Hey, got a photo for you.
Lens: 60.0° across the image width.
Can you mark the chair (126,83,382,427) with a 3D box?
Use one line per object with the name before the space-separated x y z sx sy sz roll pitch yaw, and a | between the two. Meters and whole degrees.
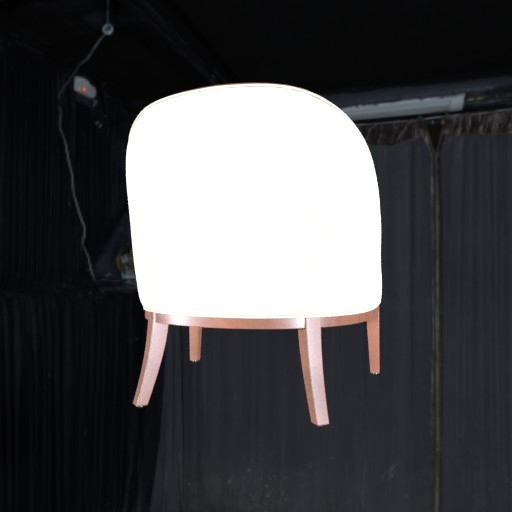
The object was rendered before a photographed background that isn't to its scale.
chair | 0.000 0.000 1.483 0.803 0.876 0.735 0 -2 17
